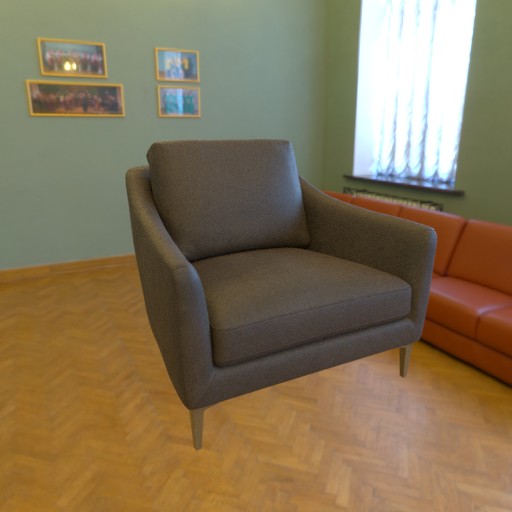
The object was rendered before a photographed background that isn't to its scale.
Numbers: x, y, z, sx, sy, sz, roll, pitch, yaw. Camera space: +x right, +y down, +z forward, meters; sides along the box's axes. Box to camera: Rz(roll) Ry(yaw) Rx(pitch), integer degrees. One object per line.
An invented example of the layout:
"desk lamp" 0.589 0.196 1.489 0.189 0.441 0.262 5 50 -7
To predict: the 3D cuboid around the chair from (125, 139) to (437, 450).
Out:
"chair" 0.000 0.000 1.781 0.988 0.901 0.961 -8 18 -27
